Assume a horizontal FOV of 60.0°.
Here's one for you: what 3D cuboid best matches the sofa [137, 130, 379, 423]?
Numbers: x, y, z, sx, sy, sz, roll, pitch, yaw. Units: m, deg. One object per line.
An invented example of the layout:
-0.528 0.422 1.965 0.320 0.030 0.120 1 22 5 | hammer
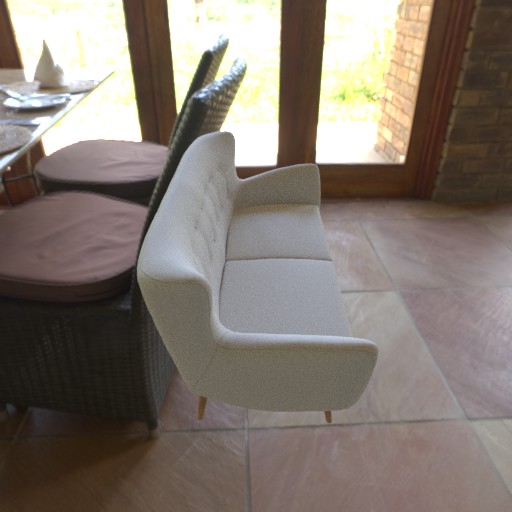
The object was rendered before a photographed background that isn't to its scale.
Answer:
0.000 0.000 2.423 0.899 0.890 1.930 0 31 0 | sofa
